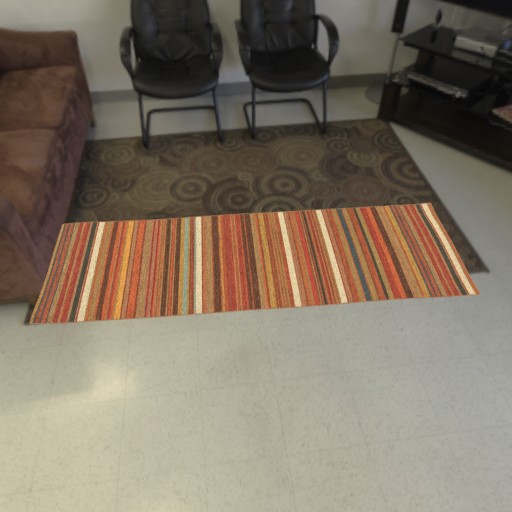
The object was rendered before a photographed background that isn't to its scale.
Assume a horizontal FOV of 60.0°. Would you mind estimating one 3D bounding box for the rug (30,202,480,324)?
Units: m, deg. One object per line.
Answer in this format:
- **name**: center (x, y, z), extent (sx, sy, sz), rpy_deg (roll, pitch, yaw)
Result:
- **rug**: center (0.000, 0.000, 2.660), extent (2.444, 0.030, 0.799), rpy_deg (-4, 46, -3)
